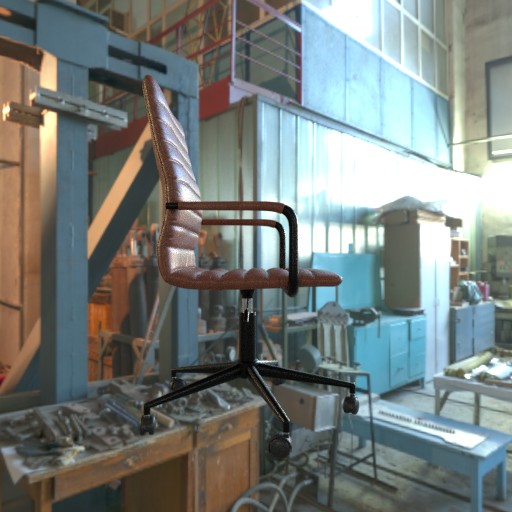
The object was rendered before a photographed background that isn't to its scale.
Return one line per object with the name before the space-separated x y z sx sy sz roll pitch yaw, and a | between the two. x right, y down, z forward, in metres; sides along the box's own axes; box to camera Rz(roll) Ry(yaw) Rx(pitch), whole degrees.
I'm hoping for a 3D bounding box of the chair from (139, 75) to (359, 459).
chair | 0.000 0.000 1.250 0.578 0.878 0.600 0 -1 0
